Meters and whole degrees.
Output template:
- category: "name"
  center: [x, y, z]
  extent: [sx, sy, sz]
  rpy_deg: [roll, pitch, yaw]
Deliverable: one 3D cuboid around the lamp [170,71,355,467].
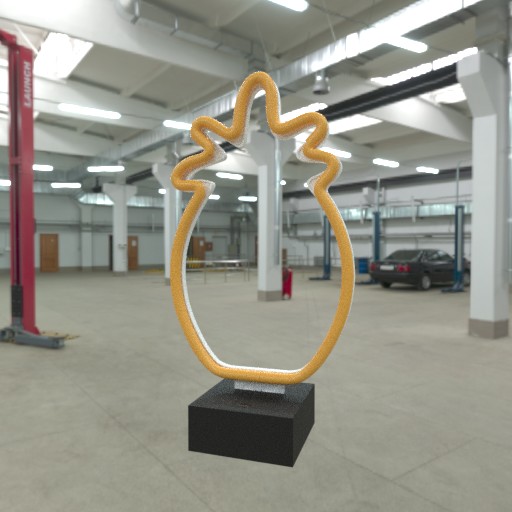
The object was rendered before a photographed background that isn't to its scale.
- category: "lamp"
  center: [0.000, 0.000, 0.386]
  extent: [0.167, 0.317, 0.088]
  rpy_deg: [0, 1, 18]
